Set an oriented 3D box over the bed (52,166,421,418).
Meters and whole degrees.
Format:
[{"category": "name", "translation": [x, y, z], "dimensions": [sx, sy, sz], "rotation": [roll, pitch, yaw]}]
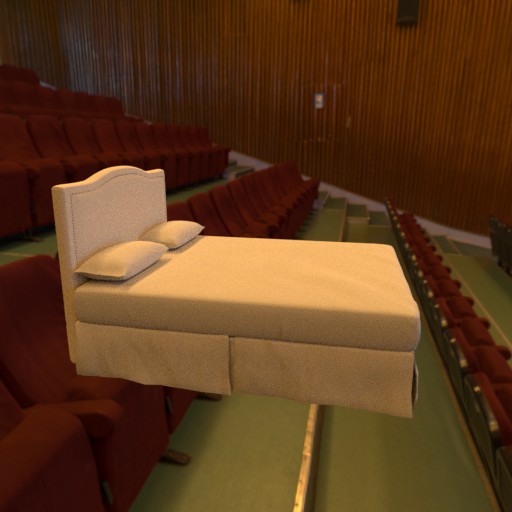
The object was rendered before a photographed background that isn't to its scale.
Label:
[{"category": "bed", "translation": [0.000, 0.000, 3.691], "dimensions": [2.477, 1.437, 1.977], "rotation": [3, 15, 11]}]
